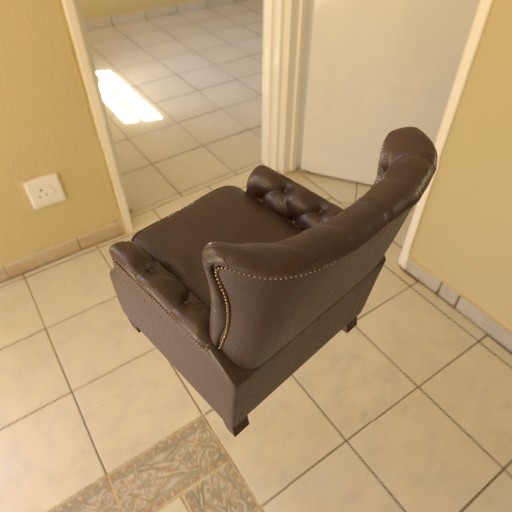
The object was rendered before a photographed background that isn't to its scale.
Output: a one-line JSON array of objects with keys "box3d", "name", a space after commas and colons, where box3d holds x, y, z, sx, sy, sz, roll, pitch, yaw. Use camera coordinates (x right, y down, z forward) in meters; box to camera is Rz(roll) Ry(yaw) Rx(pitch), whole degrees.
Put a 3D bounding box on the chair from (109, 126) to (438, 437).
[{"box3d": [0.000, 0.000, 1.431, 0.709, 0.864, 0.823, -34, 54, -30], "name": "chair"}]
